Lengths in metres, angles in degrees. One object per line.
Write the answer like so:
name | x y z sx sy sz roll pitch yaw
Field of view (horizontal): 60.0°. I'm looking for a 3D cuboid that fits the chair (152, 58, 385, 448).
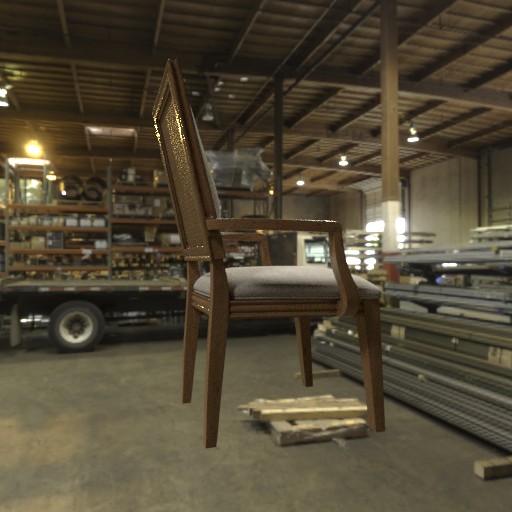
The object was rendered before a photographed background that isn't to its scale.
chair | 0.000 0.000 1.393 0.602 0.990 0.606 0 0 -18
